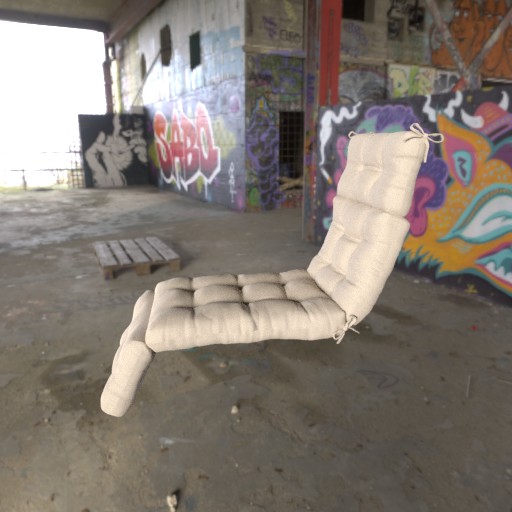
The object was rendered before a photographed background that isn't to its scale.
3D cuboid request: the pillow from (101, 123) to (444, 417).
[{"bbox_3d":[0.000,0.000,1.520,1.016,0.863,0.526,-2,14,-8],"label":"pillow"}]
